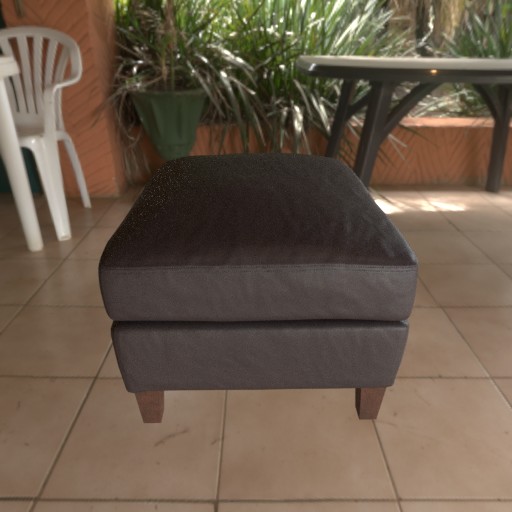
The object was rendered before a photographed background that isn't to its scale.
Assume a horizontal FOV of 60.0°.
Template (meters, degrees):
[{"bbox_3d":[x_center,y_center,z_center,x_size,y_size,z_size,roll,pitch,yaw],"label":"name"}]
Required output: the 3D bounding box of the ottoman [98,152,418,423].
[{"bbox_3d":[0.000,0.000,1.312,0.659,0.529,0.887,-1,26,-1],"label":"ottoman"}]
